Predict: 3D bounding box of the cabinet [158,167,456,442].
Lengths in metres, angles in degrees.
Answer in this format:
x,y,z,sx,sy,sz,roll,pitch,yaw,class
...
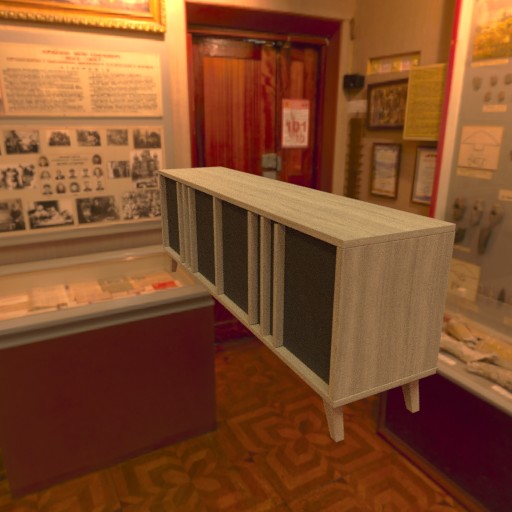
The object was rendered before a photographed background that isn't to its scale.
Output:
x,y,z,sx,sy,sz,roll,pitch,yaw,class
0.000,0.000,2.526,0.499,0.779,2.198,-8,19,-25,cabinet
